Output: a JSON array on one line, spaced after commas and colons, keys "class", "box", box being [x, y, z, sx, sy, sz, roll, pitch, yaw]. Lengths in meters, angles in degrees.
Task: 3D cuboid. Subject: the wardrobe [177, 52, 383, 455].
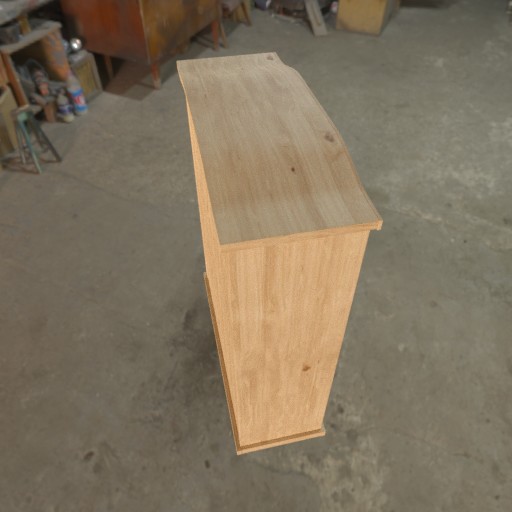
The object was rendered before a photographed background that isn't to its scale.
[{"class": "wardrobe", "box": [0.000, 0.000, 2.604, 0.570, 1.870, 1.500, -9, 46, -9]}]
